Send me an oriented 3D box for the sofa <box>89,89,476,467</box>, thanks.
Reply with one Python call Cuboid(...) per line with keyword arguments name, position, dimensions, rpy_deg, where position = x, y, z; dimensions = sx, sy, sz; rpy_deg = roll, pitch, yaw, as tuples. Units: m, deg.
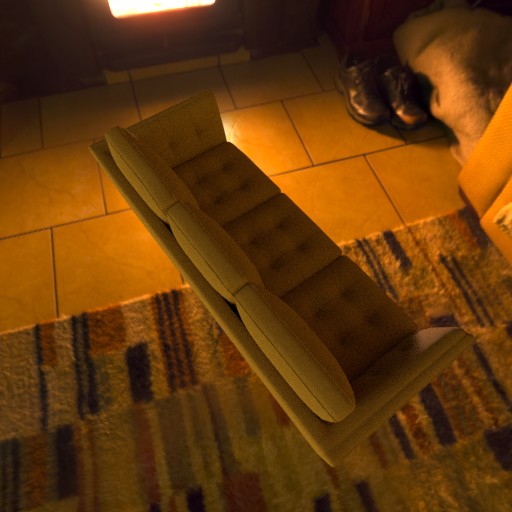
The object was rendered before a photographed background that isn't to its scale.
Cuboid(name="sofa", position=(0.000, 0.000, 2.792), dimensions=(0.965, 0.940, 2.388), rpy_deg=(-33, 64, -18))
